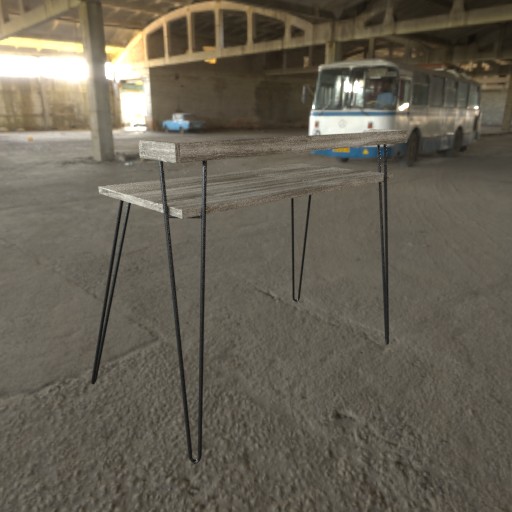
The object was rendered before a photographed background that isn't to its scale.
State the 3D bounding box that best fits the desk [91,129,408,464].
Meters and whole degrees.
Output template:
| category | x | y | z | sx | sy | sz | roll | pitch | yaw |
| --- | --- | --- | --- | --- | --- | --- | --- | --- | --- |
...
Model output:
| category | x | y | z | sx | sy | sz | roll | pitch | yaw |
| --- | --- | --- | --- | --- | --- | --- | --- | --- | --- |
| desk | 0.000 | 0.000 | 1.667 | 1.135 | 0.899 | 0.605 | -16 | 24 | -40 |
